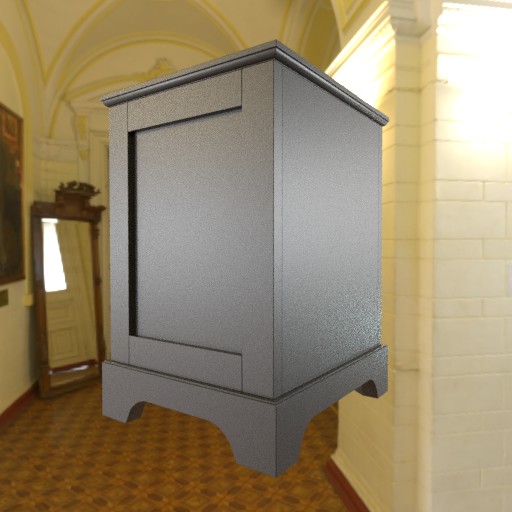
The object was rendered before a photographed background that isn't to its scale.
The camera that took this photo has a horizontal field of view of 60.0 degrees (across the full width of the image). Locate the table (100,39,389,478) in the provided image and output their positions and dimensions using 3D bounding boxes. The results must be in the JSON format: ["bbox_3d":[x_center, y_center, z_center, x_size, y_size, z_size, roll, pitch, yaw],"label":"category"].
[{"bbox_3d":[0.000,0.000,0.917,0.399,0.610,0.460,1,2,36],"label":"table"}]
